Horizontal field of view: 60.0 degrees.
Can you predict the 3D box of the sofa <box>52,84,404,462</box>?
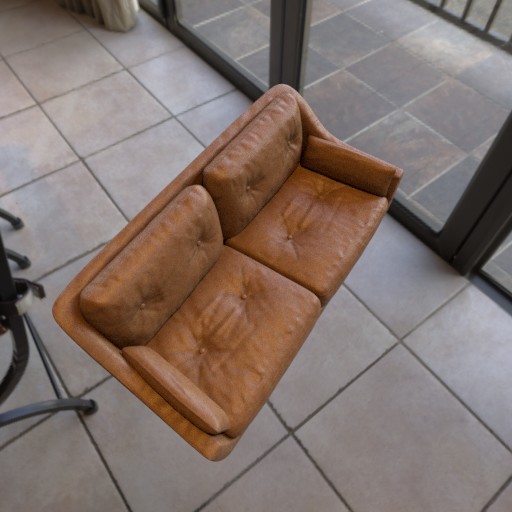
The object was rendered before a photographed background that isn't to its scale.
[{"bbox_3d":[0.000,0.000,2.384,0.904,0.839,1.902,29,62,18],"label":"sofa"}]
